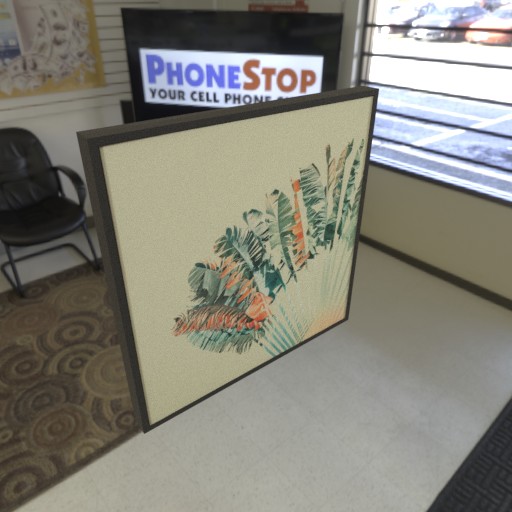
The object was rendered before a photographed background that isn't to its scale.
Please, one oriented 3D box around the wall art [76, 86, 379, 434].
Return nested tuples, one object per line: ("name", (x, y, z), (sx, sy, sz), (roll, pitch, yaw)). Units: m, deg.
("wall art", (0.000, 0.000, 0.775), (0.509, 0.507, 0.037), (-21, 37, -32))
